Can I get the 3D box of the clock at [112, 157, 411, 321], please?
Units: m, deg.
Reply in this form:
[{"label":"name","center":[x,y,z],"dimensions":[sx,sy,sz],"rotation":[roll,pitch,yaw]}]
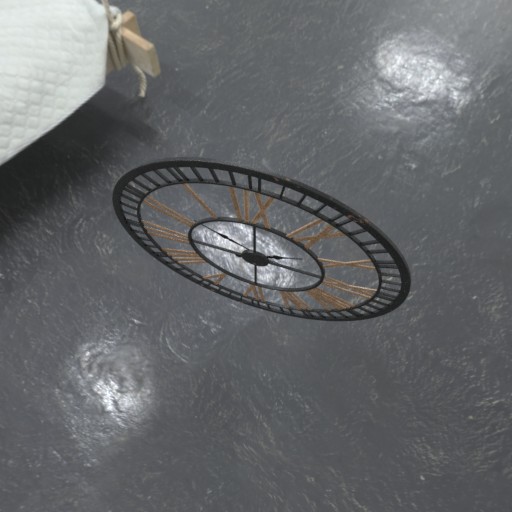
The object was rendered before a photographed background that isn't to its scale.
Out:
[{"label":"clock","center":[0.000,0.000,1.258],"dimensions":[0.843,0.843,0.025],"rotation":[16,66,7]}]
